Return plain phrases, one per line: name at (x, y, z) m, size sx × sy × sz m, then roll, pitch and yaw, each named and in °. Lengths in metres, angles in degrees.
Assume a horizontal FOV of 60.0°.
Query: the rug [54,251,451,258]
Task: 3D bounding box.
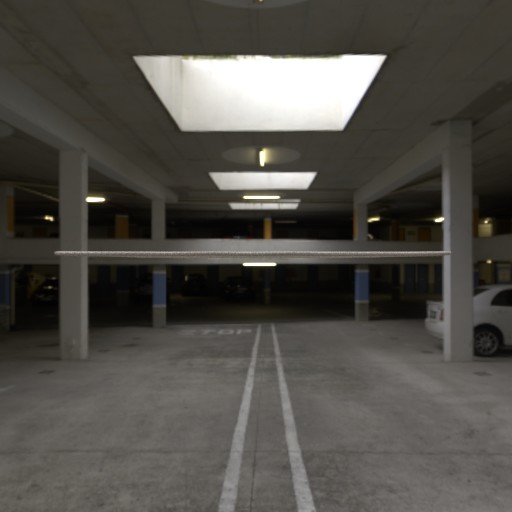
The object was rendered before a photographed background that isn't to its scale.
rug at (0.000, 0.000, 2.965) m, size 1.575 × 0.023 × 2.459 m, roll 0°, pitch 0°, yaw 1°
